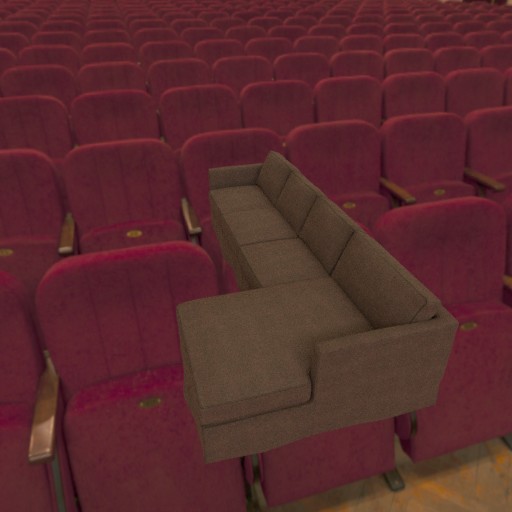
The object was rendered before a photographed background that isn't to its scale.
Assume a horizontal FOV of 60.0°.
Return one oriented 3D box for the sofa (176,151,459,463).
[{"bbox_3d":[0.000,0.000,3.907,1.650,0.922,3.205,-9,32,-14],"label":"sofa"}]
